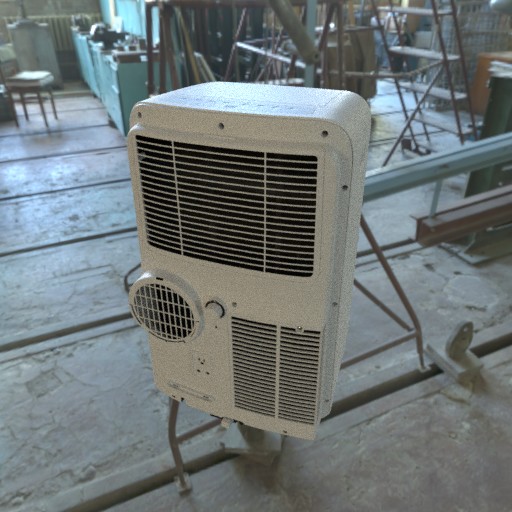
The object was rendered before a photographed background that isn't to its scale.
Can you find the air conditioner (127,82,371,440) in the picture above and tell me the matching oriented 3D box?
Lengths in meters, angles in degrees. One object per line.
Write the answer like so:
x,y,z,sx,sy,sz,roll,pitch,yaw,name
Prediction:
0.000,0.000,1.081,0.478,0.765,0.467,11,33,17,air conditioner
